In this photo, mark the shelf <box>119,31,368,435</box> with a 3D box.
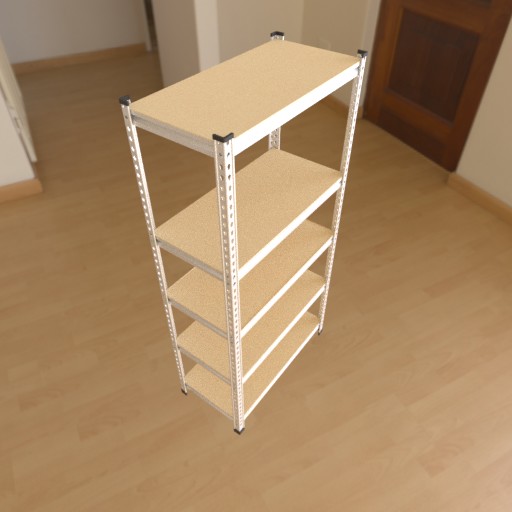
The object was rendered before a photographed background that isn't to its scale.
[{"bbox_3d":[0.000,0.000,2.245,0.457,1.829,0.914,27,49,26],"label":"shelf"}]
